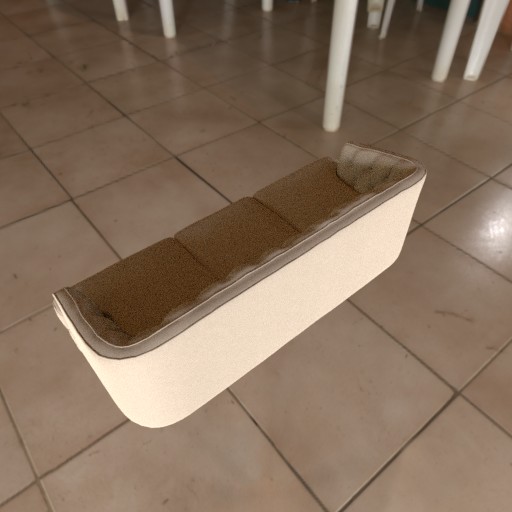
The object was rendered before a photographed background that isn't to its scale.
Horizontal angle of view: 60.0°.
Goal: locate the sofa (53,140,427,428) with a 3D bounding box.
[{"bbox_3d":[0.000,0.000,2.780,2.278,0.855,0.941,-31,53,-27],"label":"sofa"}]
